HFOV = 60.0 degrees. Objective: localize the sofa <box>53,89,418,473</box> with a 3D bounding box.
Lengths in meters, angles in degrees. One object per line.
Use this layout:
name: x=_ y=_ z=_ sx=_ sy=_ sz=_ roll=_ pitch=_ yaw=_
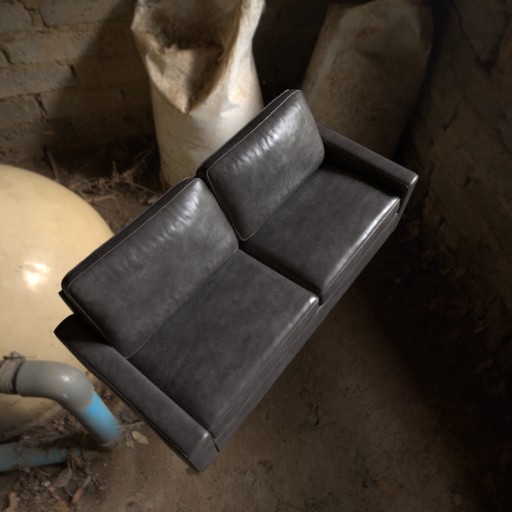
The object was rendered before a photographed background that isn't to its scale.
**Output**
sofa: x=0.000 y=0.000 z=2.539 sx=0.939 sy=0.916 sz=2.081 roll=34 pitch=64 yaw=19
